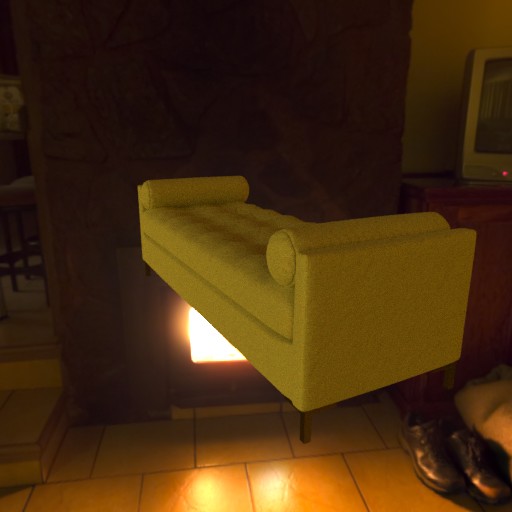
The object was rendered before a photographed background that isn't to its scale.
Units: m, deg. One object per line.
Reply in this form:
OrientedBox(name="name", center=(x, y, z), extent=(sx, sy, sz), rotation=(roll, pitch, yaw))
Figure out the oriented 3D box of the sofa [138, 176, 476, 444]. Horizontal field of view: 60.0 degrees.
OrientedBox(name="sofa", center=(0.000, 0.000, 2.430), extent=(0.796, 0.705, 2.102), rotation=(-8, 17, -27))
